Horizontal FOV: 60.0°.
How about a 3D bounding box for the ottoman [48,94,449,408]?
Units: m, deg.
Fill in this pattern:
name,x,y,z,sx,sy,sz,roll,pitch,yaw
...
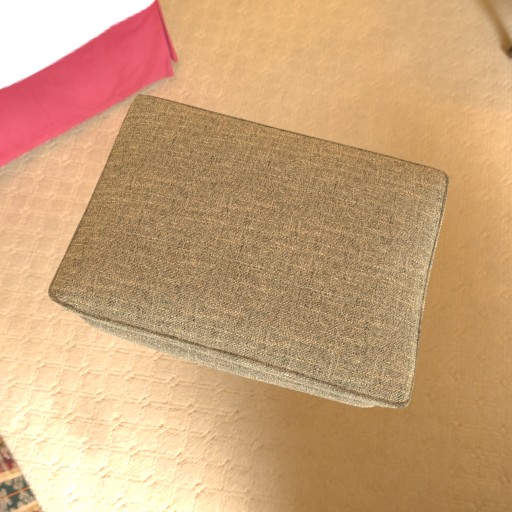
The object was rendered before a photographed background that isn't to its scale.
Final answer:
name,x,y,z,sx,sy,sz,roll,pitch,yaw
ottoman,0.000,0.000,0.976,0.686,0.406,0.508,16,74,5
